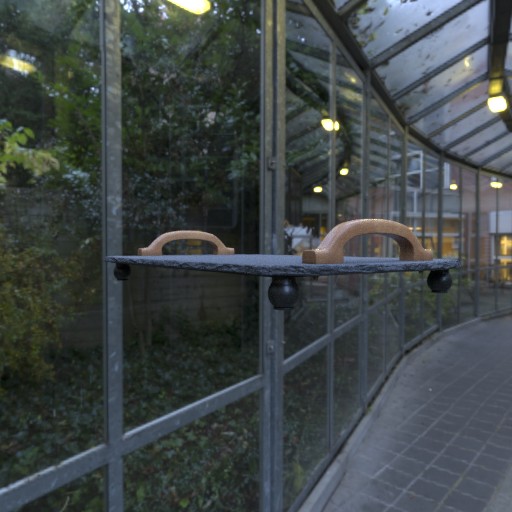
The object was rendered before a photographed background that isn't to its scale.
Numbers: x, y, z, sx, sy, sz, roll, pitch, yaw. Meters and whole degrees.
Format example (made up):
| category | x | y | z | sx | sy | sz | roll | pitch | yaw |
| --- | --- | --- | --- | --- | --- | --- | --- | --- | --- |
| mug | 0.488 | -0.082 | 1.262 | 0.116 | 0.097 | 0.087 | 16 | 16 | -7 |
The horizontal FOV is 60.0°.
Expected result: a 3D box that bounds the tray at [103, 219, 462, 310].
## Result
| category | x | y | z | sx | sy | sz | roll | pitch | yaw |
| --- | --- | --- | --- | --- | --- | --- | --- | --- | --- |
| tray | 0.000 | 0.000 | 0.468 | 0.231 | 0.062 | 0.387 | -1 | 1 | -36 |
